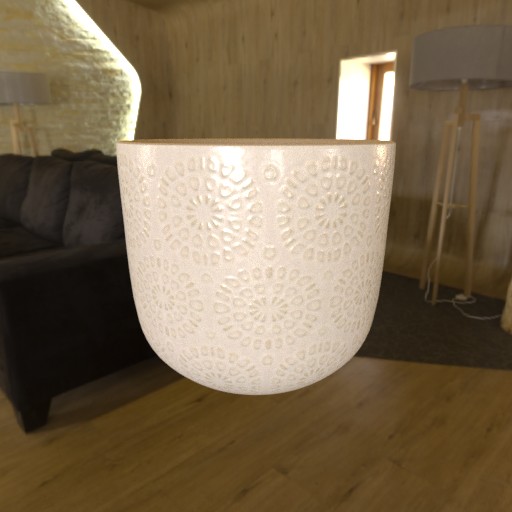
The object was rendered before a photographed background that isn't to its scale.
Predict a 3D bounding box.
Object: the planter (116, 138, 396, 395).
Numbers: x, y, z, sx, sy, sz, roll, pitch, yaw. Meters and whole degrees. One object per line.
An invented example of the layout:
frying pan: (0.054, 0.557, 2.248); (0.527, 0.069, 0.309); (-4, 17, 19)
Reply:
planter: (0.000, 0.000, 0.301); (0.170, 0.152, 0.170); (0, 16, 0)
